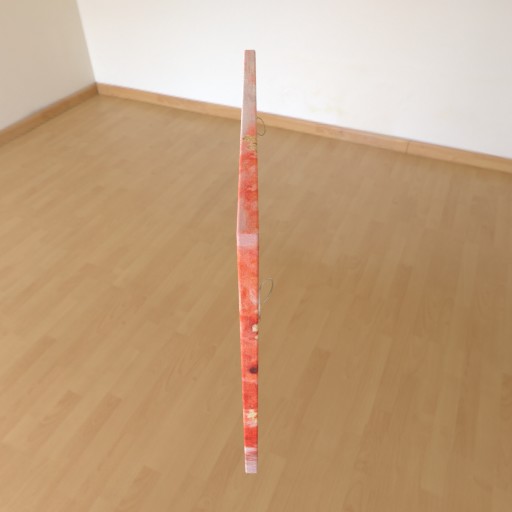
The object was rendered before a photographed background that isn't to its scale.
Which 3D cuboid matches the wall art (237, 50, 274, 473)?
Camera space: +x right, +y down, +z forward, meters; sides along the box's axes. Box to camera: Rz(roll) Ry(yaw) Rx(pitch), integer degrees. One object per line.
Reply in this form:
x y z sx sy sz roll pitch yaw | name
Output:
0.000 0.000 1.296 0.066 0.878 0.878 0 42 0 | wall art
